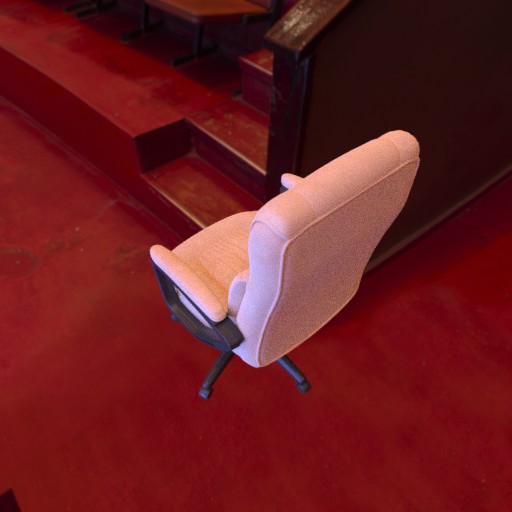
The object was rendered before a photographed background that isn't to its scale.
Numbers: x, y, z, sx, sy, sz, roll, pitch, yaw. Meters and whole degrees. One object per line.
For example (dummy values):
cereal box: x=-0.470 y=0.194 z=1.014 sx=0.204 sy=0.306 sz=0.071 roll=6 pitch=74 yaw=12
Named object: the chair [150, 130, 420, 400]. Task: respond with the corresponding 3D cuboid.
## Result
chair: x=0.000 y=0.000 z=1.525 sx=0.667 sy=1.105 sz=0.724 roll=-33 pitch=55 yaw=-27
